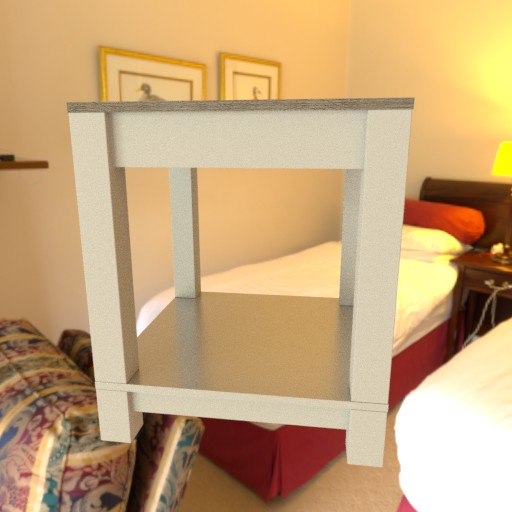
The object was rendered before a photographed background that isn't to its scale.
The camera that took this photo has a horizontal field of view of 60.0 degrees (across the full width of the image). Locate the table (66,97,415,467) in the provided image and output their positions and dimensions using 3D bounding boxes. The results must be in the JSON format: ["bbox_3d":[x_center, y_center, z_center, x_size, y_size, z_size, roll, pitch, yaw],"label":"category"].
[{"bbox_3d":[0.000,0.000,0.947,0.504,0.587,0.506,2,14,8],"label":"table"}]
